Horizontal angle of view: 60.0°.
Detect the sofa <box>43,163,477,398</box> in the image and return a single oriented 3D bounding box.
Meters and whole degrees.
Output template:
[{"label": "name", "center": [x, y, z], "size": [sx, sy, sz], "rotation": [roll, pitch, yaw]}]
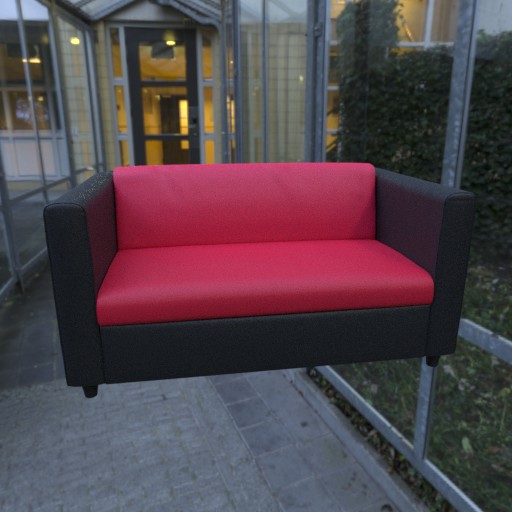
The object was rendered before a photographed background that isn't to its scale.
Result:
[{"label": "sofa", "center": [0.000, 0.000, 1.882], "size": [1.410, 0.735, 0.845], "rotation": [-3, 17, -9]}]
